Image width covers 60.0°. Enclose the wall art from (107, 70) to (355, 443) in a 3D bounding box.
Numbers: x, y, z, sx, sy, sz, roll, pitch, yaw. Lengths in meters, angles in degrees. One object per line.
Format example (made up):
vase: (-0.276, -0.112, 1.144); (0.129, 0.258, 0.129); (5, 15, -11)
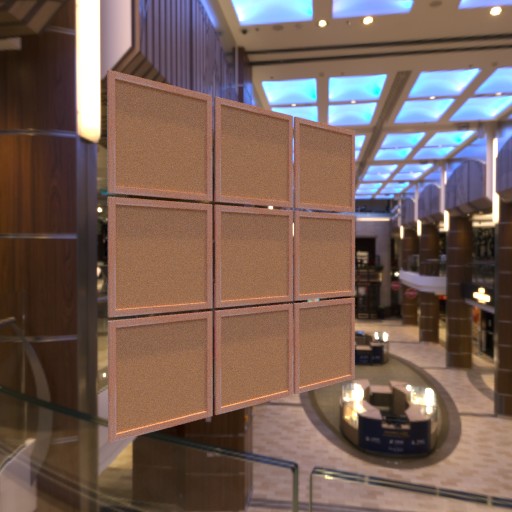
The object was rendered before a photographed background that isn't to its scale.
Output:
wall art: (0.000, 0.000, 1.819); (1.216, 1.220, 0.013); (0, 1, -37)
